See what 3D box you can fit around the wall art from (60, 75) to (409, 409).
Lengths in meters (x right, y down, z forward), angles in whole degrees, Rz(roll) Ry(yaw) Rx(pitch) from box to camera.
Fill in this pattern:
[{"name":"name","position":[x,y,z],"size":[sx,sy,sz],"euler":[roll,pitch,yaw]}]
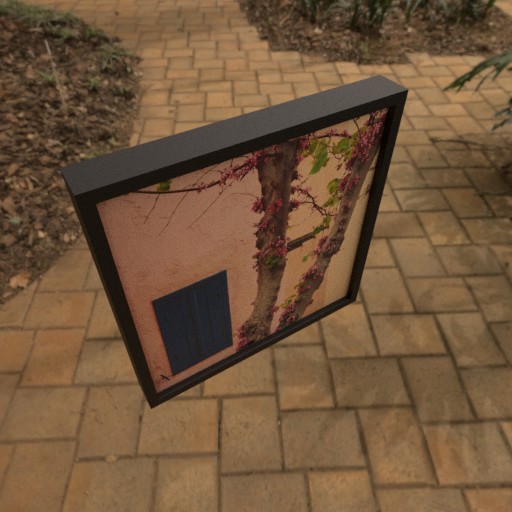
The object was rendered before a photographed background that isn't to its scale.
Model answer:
[{"name":"wall art","position":[0.000,0.000,0.467],"size":[0.305,0.304,0.038],"euler":[-23,49,-22]}]
